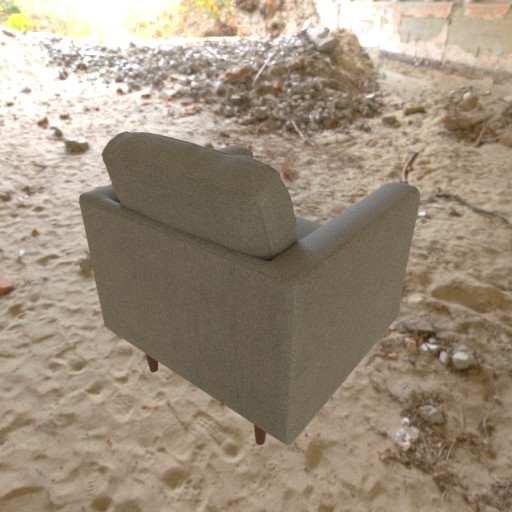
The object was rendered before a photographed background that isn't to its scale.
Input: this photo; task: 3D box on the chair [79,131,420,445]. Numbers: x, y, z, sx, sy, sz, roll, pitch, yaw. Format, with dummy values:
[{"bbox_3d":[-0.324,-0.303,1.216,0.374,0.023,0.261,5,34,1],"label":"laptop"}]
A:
[{"bbox_3d":[0.000,0.000,1.570,0.855,0.927,0.800,21,36,32],"label":"chair"}]
